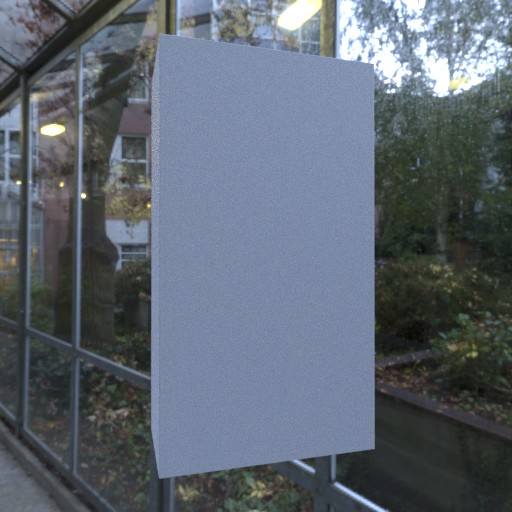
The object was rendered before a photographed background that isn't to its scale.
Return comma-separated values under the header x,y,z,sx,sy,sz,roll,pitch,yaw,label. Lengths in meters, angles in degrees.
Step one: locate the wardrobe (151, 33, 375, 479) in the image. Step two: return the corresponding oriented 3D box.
x,y,z,sx,sy,sz,roll,pitch,yaw,label
0.000,0.000,2.216,0.991,1.808,0.577,0,0,-17,wardrobe
